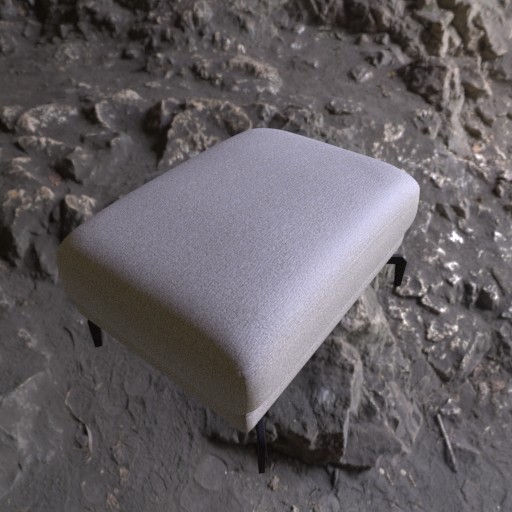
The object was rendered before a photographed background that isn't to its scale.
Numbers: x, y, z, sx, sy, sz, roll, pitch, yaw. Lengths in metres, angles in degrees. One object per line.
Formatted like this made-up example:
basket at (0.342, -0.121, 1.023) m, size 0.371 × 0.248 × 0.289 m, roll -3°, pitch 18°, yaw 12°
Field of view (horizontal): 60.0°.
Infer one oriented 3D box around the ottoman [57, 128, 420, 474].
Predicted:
ottoman at (0.000, 0.000, 1.117) m, size 0.568 × 0.420 × 0.772 m, roll 26°, pitch 47°, yaw 27°
